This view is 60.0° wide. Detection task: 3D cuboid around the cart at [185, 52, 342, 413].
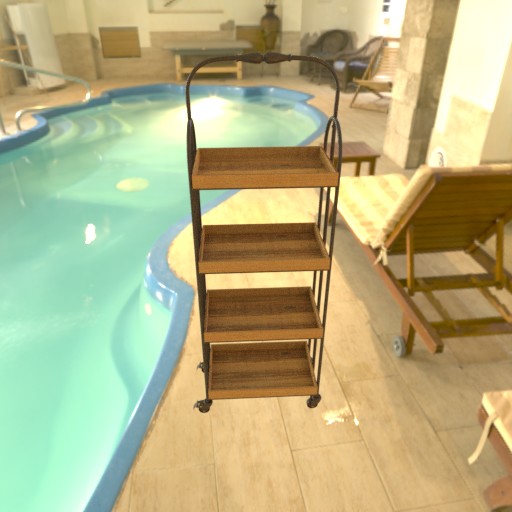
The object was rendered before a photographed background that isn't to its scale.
[{"bbox_3d":[0.000,0.000,1.763,0.581,1.481,0.308,-2,30,-3],"label":"cart"}]
